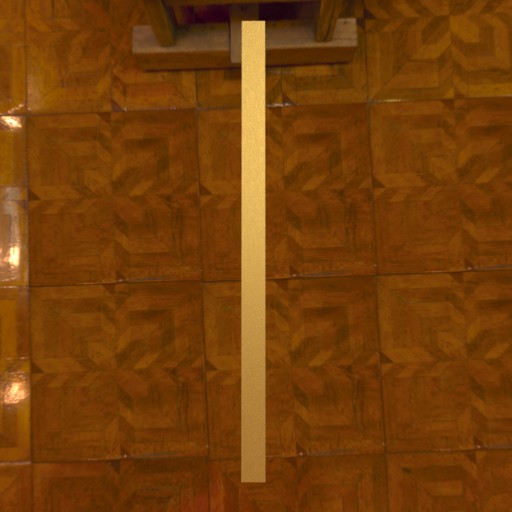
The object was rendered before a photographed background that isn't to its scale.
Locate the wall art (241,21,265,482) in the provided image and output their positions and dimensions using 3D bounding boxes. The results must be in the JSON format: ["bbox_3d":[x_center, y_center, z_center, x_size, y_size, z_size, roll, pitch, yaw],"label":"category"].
[{"bbox_3d":[0.000,0.000,2.812,0.099,1.926,1.926,0,88,1],"label":"wall art"}]
